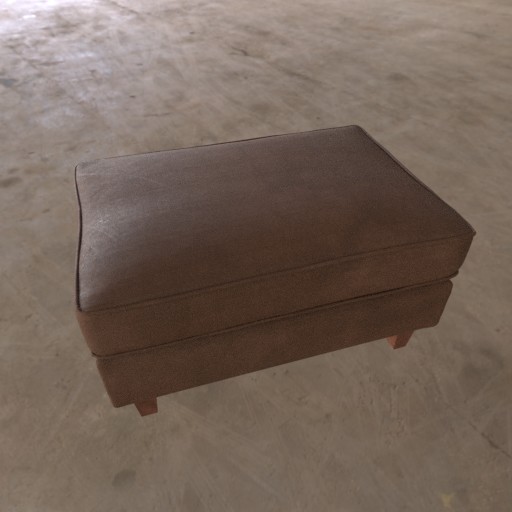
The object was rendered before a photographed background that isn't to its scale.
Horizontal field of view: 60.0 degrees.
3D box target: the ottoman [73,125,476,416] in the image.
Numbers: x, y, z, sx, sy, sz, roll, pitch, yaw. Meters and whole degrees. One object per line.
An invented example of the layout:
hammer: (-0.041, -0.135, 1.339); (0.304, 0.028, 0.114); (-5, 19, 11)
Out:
ottoman: (0.000, 0.000, 1.198); (0.860, 0.481, 0.596); (-11, 42, -13)
